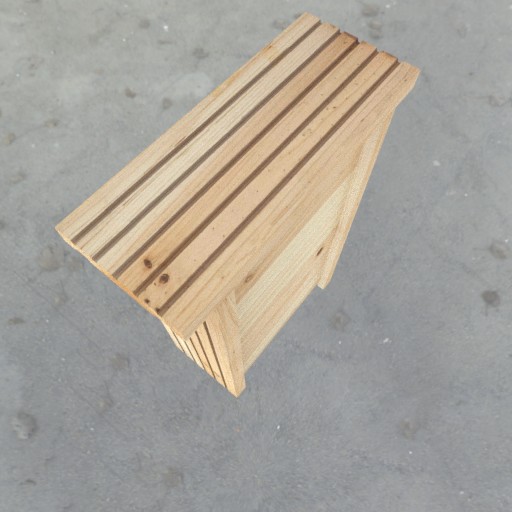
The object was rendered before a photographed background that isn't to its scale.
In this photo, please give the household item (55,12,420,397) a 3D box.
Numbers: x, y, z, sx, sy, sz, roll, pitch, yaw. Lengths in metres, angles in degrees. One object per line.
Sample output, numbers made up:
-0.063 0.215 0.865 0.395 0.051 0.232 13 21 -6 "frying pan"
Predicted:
0.000 0.000 0.529 0.123 0.407 0.301 36 69 16 "household item"
